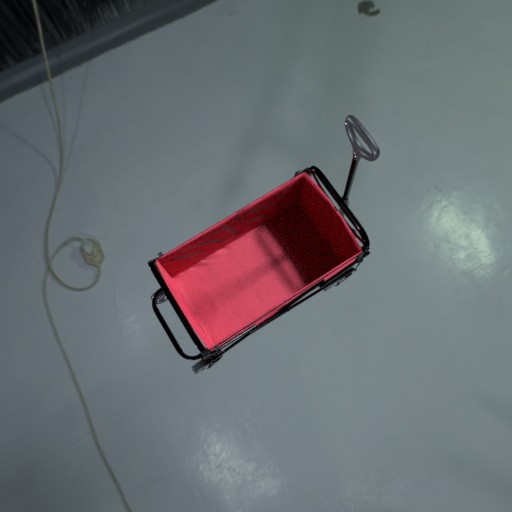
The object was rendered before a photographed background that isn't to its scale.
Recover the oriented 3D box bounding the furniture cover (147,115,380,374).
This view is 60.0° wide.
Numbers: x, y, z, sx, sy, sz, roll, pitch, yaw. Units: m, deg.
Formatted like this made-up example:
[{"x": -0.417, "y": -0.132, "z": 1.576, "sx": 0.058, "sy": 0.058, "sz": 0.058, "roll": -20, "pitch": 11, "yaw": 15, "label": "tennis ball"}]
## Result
[{"x": 0.000, "y": 0.000, "z": 1.855, "sx": 1.038, "sy": 1.295, "sz": 0.532, "roll": -32, "pitch": 77, "yaw": -8, "label": "furniture cover"}]
